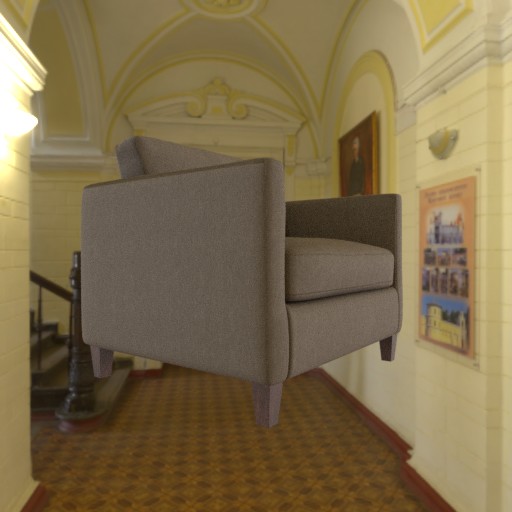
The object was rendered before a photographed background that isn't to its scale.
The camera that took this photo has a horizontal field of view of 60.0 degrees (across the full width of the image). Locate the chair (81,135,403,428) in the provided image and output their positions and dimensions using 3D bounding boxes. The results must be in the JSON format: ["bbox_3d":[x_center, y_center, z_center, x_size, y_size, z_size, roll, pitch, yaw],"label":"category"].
[{"bbox_3d":[0.000,0.000,1.898,0.959,0.963,1.107,1,1,37],"label":"chair"}]
